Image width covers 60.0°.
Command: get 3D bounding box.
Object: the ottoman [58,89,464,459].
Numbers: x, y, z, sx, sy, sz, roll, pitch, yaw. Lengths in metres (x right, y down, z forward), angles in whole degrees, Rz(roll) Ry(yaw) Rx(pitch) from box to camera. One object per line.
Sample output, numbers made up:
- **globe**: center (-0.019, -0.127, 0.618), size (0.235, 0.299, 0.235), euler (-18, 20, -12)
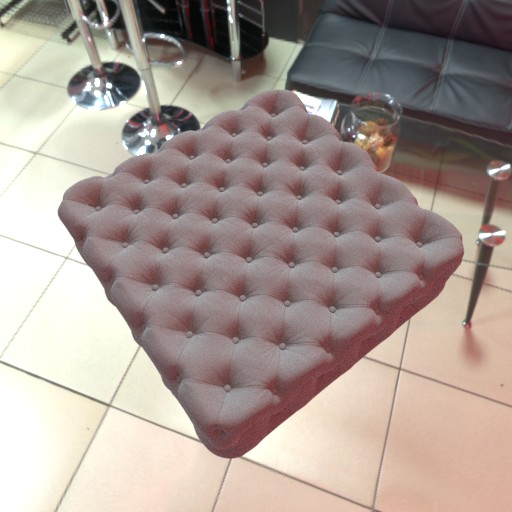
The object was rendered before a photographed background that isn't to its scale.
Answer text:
- **ottoman**: center (0.000, 0.000, 1.446), size (0.917, 0.439, 0.911), euler (-33, 64, -18)
